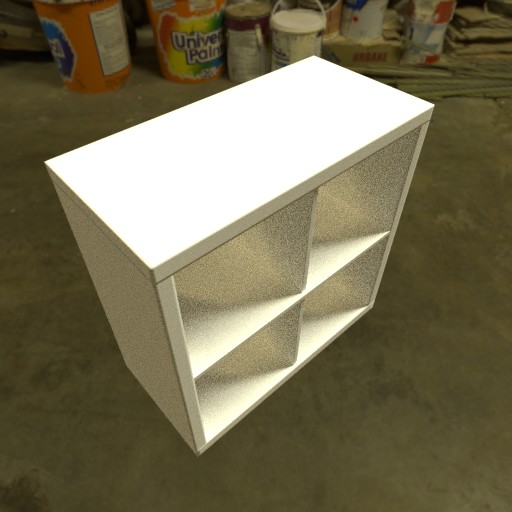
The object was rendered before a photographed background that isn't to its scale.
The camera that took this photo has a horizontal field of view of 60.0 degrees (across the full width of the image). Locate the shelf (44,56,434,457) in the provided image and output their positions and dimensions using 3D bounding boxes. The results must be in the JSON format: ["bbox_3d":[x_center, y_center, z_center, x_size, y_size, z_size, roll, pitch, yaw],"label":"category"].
[{"bbox_3d":[0.000,0.000,1.252,0.790,0.786,0.390,-33,54,-28],"label":"shelf"}]
